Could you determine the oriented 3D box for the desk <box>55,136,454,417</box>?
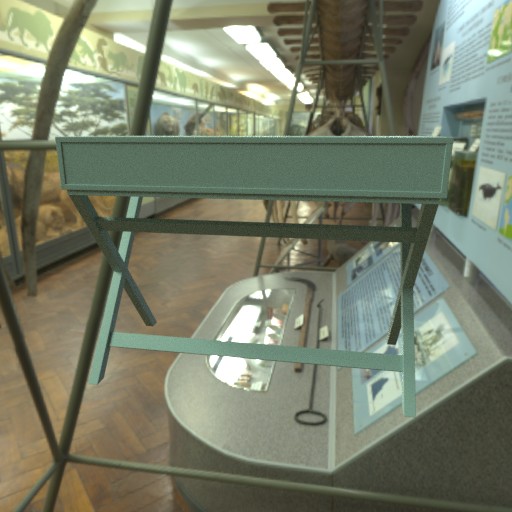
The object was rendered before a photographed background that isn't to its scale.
[{"bbox_3d":[0.000,0.000,1.498,1.059,0.780,0.509,3,16,10],"label":"desk"}]
